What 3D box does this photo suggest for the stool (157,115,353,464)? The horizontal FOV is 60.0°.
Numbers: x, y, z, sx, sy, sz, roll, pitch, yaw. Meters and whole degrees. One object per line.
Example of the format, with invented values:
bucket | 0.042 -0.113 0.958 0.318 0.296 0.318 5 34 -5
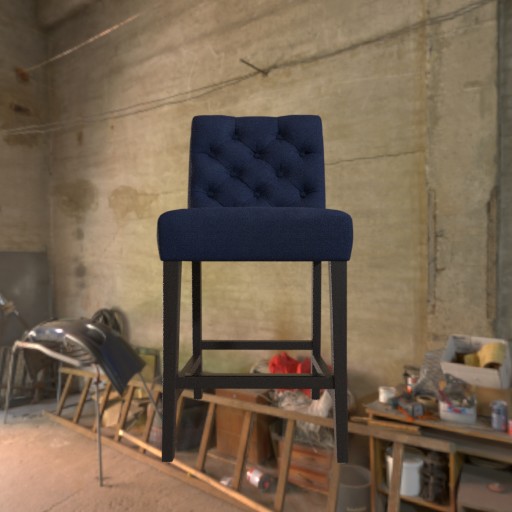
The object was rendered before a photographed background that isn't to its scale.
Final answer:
stool | 0.000 0.000 1.360 0.493 1.010 0.601 0 0 1
